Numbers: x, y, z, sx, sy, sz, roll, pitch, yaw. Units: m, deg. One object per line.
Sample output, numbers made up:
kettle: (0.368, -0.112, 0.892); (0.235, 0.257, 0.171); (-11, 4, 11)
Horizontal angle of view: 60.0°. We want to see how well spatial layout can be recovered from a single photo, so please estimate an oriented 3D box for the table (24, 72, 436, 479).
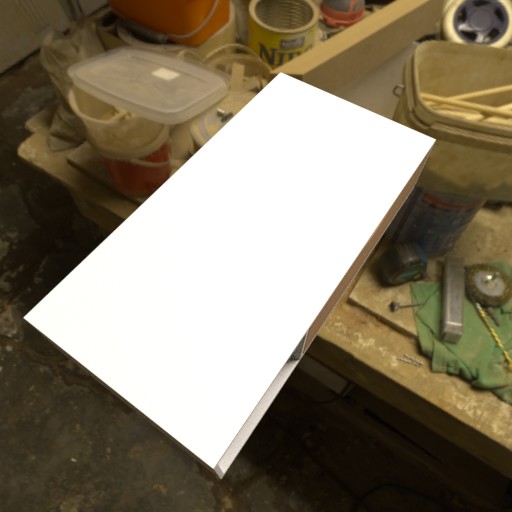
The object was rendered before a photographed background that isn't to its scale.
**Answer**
table: (0.000, 0.000, 1.474); (0.609, 0.432, 1.194); (31, 63, 17)
